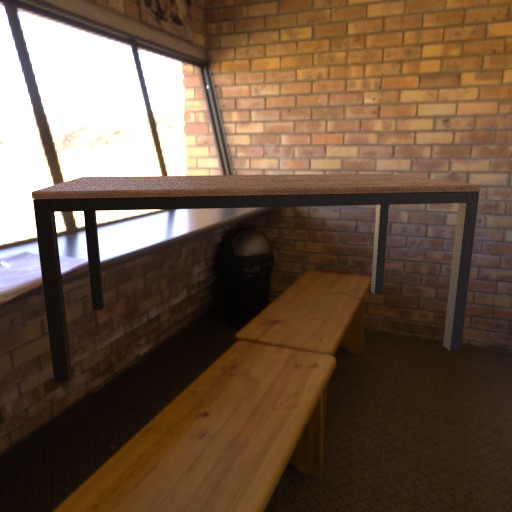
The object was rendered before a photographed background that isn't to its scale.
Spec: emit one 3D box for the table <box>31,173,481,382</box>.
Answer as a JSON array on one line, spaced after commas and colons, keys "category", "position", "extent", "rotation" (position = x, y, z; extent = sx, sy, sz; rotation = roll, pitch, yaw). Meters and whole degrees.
[{"category": "table", "position": [0.000, 0.000, 2.271], "extent": [1.805, 0.767, 0.893], "rotation": [-2, 14, -9]}]
